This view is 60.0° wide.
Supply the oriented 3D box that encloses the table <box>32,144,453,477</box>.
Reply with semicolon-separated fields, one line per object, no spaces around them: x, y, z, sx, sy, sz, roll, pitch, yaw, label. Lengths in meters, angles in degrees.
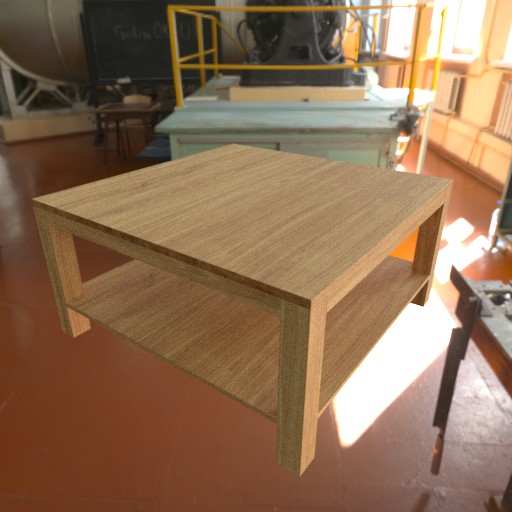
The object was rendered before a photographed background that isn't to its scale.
0.000;0.000;1.426;0.900;0.450;0.900;18;31;32;table
